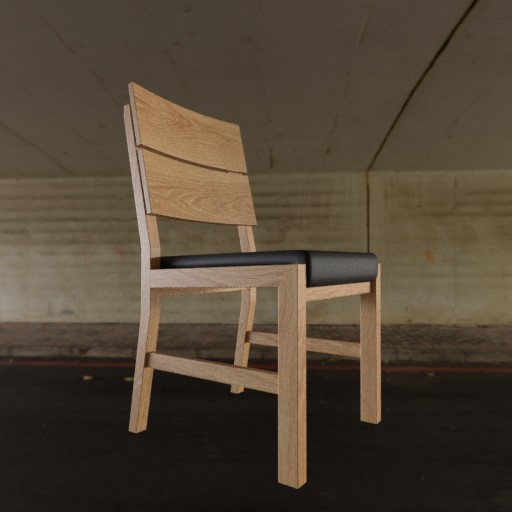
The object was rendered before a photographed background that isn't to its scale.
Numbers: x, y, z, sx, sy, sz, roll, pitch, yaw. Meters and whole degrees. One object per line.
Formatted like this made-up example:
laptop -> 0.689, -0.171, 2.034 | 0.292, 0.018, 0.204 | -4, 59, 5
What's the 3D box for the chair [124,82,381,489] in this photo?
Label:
chair -> 0.000, 0.000, 1.253 | 0.569, 0.950, 0.475 | -1, -1, 36
